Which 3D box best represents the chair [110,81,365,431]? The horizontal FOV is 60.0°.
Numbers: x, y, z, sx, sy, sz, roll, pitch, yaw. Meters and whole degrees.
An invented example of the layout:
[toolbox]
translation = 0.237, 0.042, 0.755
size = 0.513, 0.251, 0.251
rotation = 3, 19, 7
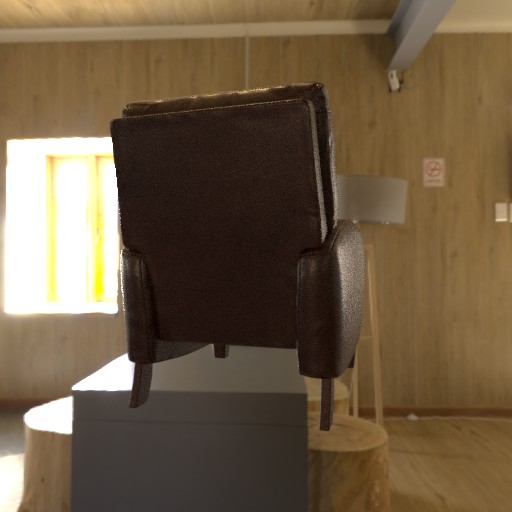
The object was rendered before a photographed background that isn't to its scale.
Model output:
[chair]
translation = 0.000, 0.000, 1.680
size = 0.762, 0.990, 0.990
rotation = 0, 0, 17
